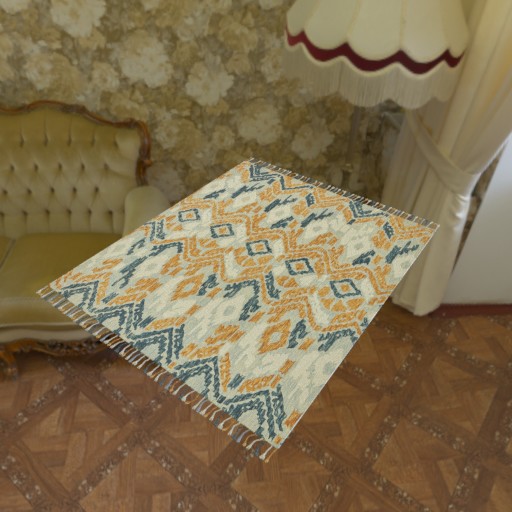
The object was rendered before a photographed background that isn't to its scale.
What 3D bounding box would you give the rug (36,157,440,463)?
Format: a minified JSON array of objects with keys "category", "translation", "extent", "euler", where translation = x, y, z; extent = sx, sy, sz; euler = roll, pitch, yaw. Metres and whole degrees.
[{"category":"rug","translation":[0.000,0.000,4.165],"extent":[2.439,0.010,3.048],"euler":[26,47,27]}]
